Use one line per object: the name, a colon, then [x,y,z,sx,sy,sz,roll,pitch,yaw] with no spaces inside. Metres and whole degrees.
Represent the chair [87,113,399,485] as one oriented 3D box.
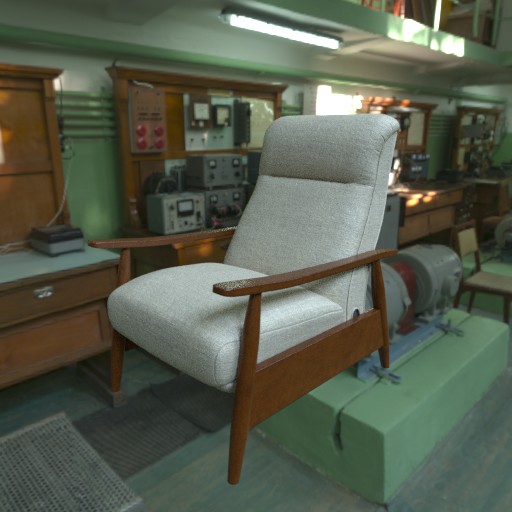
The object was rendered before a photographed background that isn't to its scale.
chair: [0.000,0.000,1.746,0.762,1.082,1.014,15,22,42]
